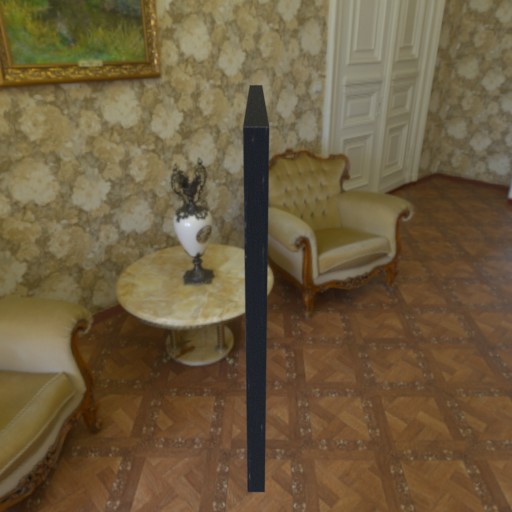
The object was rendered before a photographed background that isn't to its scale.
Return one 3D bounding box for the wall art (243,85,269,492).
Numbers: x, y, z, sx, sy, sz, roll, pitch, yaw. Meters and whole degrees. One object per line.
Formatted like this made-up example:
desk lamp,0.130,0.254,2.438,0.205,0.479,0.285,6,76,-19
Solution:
wall art,0.000,0.000,1.131,0.037,0.761,0.761,0,25,0
